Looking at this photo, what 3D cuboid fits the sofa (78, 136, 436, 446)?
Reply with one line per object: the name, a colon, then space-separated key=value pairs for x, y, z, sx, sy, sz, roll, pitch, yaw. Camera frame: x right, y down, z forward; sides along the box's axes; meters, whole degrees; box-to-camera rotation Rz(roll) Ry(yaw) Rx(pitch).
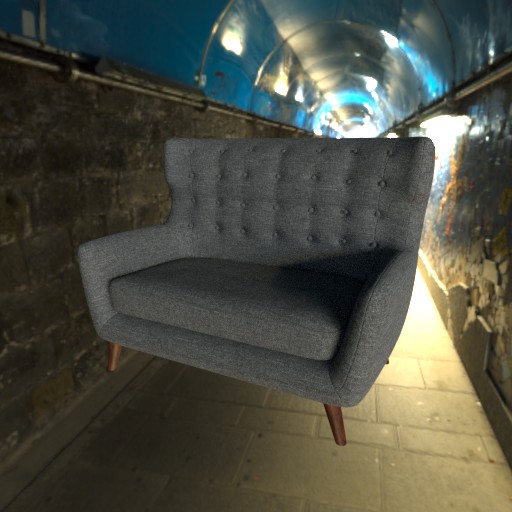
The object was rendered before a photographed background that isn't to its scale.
sofa: x=0.000 y=0.000 z=1.976 sx=1.358 sy=1.028 sz=0.874 roll=8 pitch=16 yaw=28
